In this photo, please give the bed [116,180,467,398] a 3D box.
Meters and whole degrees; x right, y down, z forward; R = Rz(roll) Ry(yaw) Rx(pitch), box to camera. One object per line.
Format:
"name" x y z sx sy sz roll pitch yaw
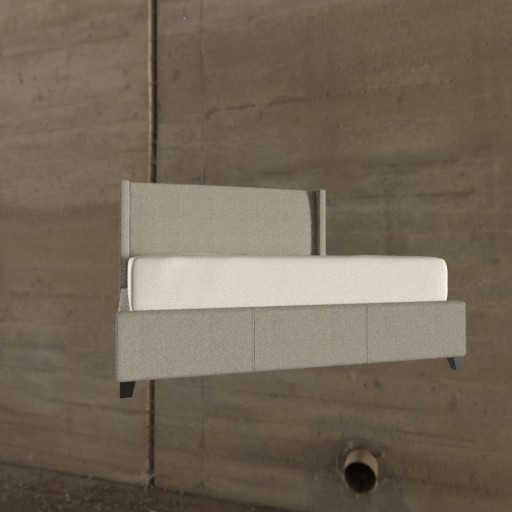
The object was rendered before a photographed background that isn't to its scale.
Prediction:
"bed" 0.000 0.000 3.604 2.140 1.470 2.280 0 0 -16
